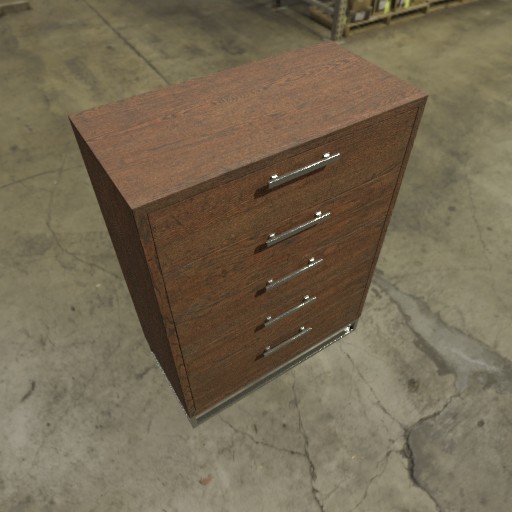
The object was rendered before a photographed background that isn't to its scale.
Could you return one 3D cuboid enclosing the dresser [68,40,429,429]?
[{"bbox_3d":[0.000,0.000,1.798,0.965,1.321,0.508,-26,53,-21],"label":"dresser"}]
